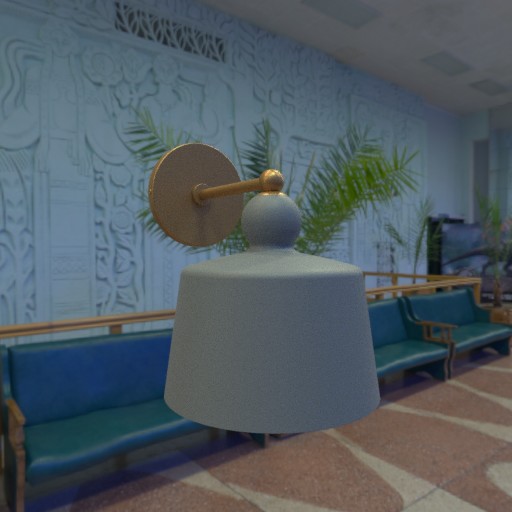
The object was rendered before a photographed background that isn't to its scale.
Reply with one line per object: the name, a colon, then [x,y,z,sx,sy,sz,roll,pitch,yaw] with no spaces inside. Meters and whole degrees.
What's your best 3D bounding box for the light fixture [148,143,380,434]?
light fixture: [0.000,0.000,0.447,0.204,0.268,0.254,-1,2,-36]
